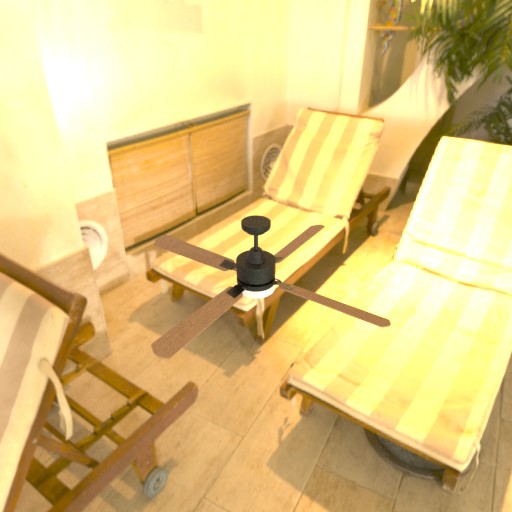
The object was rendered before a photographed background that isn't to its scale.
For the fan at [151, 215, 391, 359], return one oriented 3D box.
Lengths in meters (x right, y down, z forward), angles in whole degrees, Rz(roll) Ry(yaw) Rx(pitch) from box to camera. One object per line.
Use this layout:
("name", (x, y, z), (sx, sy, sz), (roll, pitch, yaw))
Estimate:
("fan", (0.000, 0.000, 2.063), (1.320, 0.355, 1.320), (19, 35, 29))
